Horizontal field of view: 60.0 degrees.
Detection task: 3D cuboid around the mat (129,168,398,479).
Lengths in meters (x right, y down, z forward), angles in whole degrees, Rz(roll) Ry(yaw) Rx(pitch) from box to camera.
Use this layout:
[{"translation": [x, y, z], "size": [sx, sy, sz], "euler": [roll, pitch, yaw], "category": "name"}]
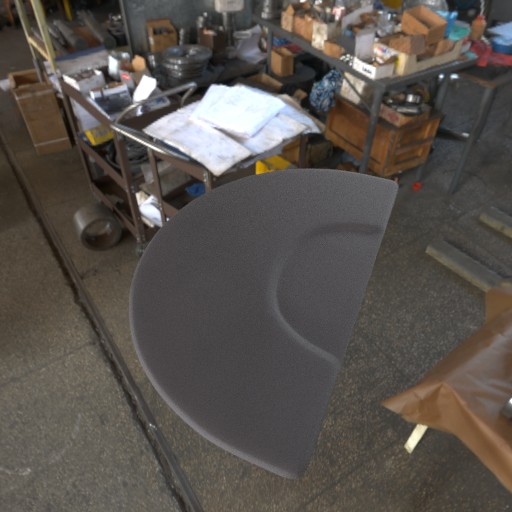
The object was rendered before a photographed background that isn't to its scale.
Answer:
[{"translation": [0.000, 0.000, 1.823], "size": [0.917, 0.022, 1.525], "euler": [16, 47, 16], "category": "mat"}]
